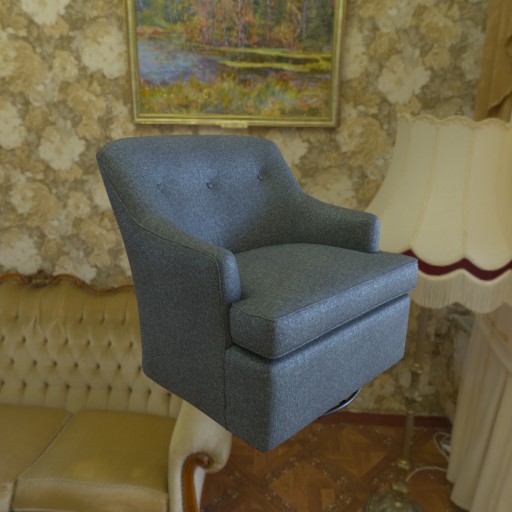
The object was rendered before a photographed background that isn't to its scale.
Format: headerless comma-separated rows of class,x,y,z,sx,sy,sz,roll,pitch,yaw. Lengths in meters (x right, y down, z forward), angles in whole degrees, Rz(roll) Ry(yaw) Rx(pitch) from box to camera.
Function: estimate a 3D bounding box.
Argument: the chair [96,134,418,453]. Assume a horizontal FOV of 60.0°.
chair,0.000,0.000,1.634,0.864,0.856,0.923,-15,22,-42
